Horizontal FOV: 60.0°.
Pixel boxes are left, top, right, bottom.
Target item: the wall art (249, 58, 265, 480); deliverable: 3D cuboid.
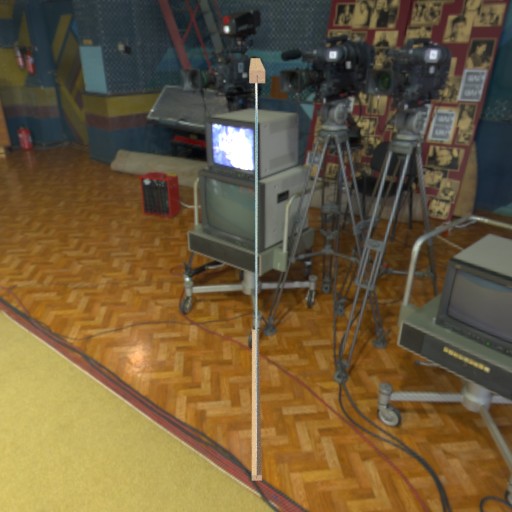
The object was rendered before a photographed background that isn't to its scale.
[{"bbox_3d":[0.000,0.000,0.764,0.016,0.611,0.401,0,26,0],"label":"wall art"}]
